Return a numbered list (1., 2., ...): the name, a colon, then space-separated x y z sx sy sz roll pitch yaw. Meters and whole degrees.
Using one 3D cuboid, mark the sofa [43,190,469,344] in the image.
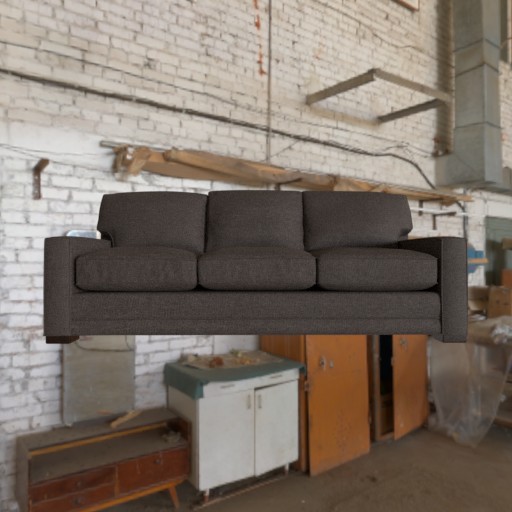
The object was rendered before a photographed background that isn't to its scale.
1. sofa: 0.000 0.000 2.946 2.369 0.978 1.004 0 0 -1
